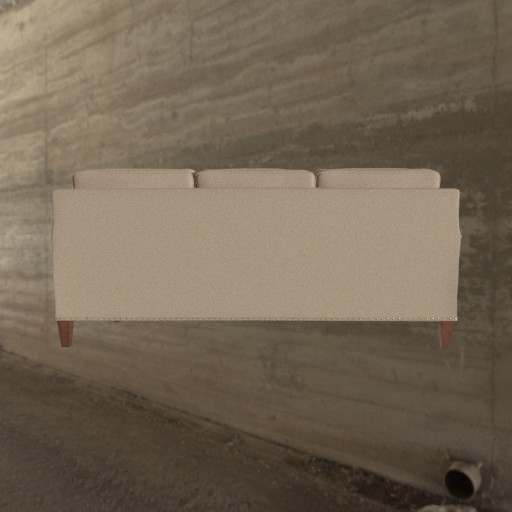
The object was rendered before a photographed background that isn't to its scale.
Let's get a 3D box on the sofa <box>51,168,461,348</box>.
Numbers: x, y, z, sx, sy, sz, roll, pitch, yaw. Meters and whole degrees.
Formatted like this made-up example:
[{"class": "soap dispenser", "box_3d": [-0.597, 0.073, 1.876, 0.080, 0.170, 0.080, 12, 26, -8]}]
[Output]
[{"class": "sofa", "box_3d": [0.000, 0.000, 2.865, 2.246, 1.003, 1.084, 0, 0, 0]}]
